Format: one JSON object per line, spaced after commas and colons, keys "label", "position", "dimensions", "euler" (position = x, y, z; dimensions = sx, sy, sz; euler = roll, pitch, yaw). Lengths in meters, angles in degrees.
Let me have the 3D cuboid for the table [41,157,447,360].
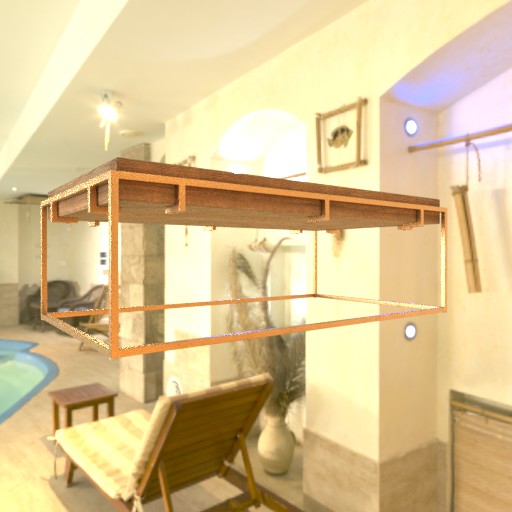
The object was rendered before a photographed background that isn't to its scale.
{"label": "table", "position": [0.000, 0.000, 1.723], "dimensions": [1.387, 0.468, 0.775], "euler": [0, 0, -36]}
